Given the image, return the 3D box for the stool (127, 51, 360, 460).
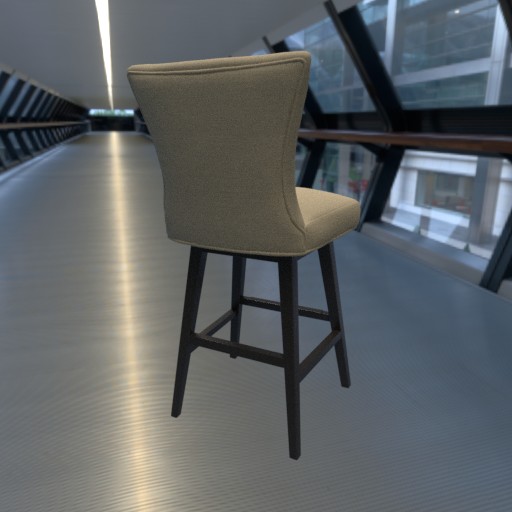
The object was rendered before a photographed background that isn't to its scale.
[{"bbox_3d":[0.000,0.000,1.390,0.514,1.086,0.574,8,18,26],"label":"stool"}]
